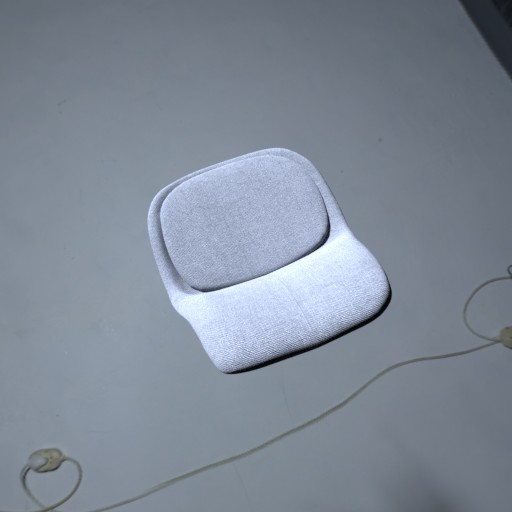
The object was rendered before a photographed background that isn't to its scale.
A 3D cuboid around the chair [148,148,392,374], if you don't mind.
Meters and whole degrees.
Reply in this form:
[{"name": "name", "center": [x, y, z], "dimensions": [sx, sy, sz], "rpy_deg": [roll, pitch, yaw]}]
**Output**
[{"name": "chair", "center": [0.000, 0.000, 1.170], "dimensions": [0.485, 0.850, 0.550], "rpy_deg": [-21, 77, -5]}]
